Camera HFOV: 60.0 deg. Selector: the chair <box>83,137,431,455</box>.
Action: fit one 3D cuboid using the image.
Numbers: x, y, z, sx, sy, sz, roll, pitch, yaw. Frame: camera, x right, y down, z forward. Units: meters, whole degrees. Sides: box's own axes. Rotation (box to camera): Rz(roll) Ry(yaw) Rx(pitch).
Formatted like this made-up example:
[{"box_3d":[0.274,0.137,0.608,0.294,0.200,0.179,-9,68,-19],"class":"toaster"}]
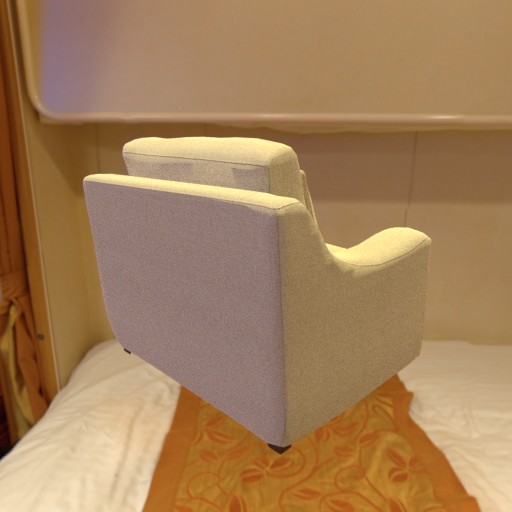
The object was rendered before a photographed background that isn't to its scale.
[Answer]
[{"box_3d":[0.000,0.000,1.955,1.009,1.016,1.178,-15,21,-43],"class":"chair"}]
